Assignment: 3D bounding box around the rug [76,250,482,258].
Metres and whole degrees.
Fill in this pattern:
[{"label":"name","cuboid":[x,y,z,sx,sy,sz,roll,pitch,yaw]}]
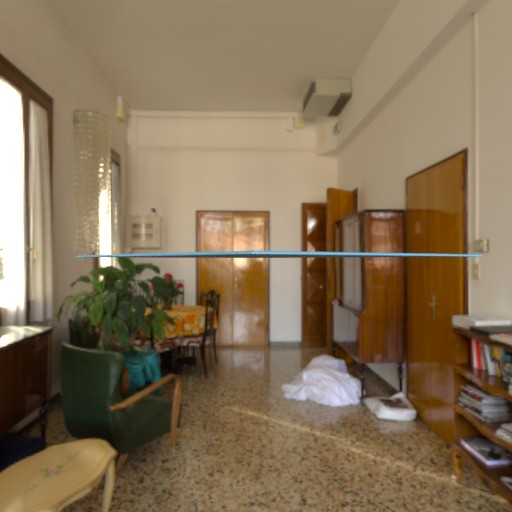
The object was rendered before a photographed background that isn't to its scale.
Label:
[{"label":"rug","cuboid":[0.000,0.000,4.046,2.350,0.018,2.964,0,-1,-38]}]
